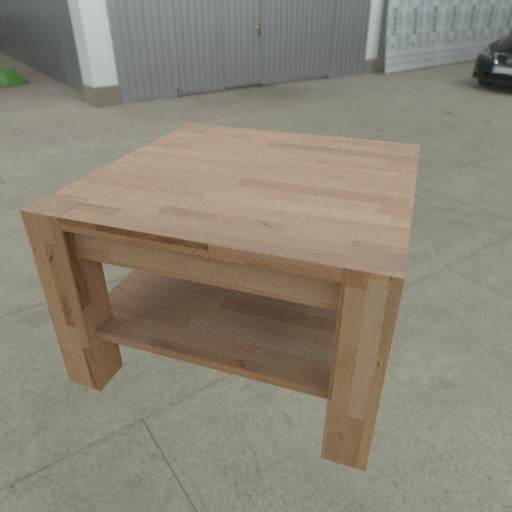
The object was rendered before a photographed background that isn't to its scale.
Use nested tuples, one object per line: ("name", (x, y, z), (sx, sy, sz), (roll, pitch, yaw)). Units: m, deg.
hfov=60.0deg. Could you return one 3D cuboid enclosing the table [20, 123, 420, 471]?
("table", (0.000, 0.000, 1.134), (0.700, 0.451, 0.700), (10, 32, 17))
